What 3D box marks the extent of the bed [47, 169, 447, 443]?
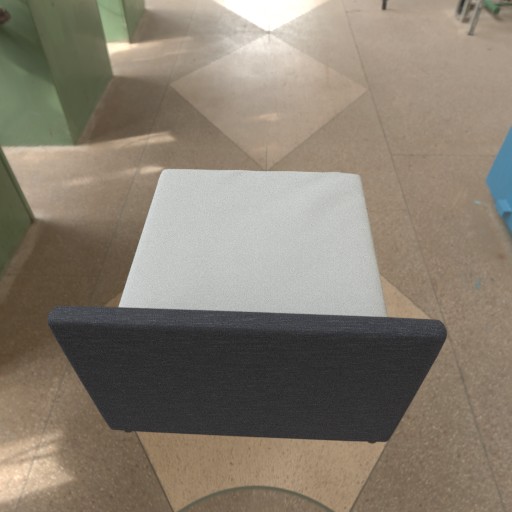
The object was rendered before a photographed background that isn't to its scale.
[{"bbox_3d":[0.000,0.000,3.160,1.884,1.330,2.142,2,47,2],"label":"bed"}]
